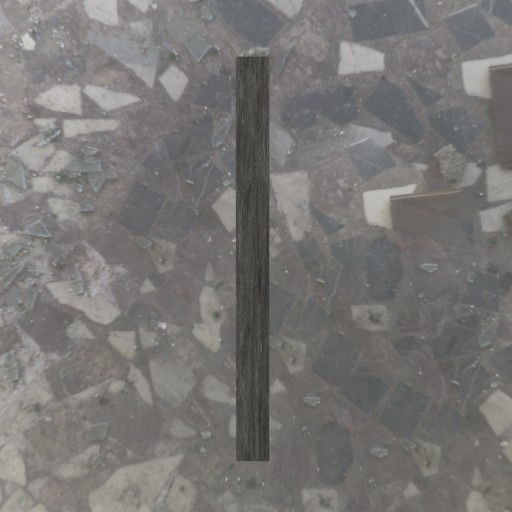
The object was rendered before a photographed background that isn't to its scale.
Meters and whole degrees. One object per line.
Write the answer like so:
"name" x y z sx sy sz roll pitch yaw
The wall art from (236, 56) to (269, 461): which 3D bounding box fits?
"wall art" 0.000 0.000 1.342 0.063 1.016 0.762 0 91 1
